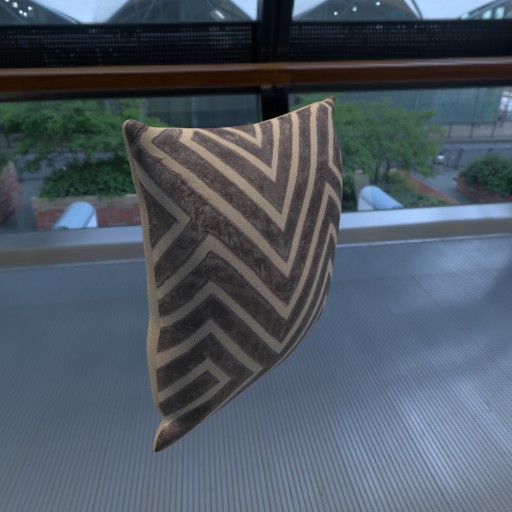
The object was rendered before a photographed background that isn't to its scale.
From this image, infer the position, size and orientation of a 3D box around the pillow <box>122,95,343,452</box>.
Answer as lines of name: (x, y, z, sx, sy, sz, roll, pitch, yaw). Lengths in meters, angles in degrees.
pillow: (0.000, 0.000, 0.669, 0.182, 0.441, 0.440, 18, 30, 33)
